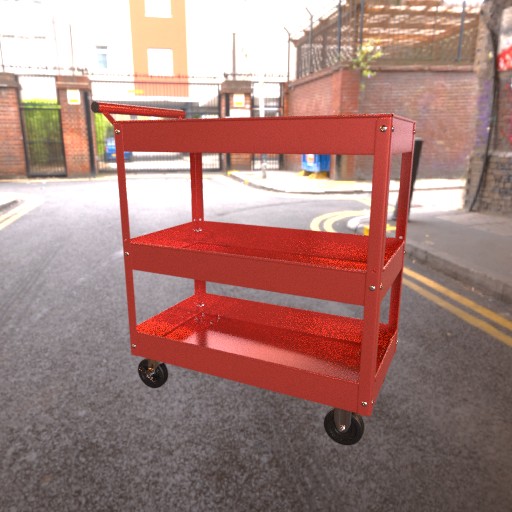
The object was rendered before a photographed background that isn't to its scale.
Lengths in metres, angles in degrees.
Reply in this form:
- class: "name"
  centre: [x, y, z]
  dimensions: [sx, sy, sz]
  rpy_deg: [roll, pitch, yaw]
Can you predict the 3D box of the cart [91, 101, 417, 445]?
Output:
- class: "cart"
  centre: [0.000, 0.000, 1.183]
  dimensions: [0.719, 0.780, 0.366]
  rpy_deg: [7, 16, 25]
